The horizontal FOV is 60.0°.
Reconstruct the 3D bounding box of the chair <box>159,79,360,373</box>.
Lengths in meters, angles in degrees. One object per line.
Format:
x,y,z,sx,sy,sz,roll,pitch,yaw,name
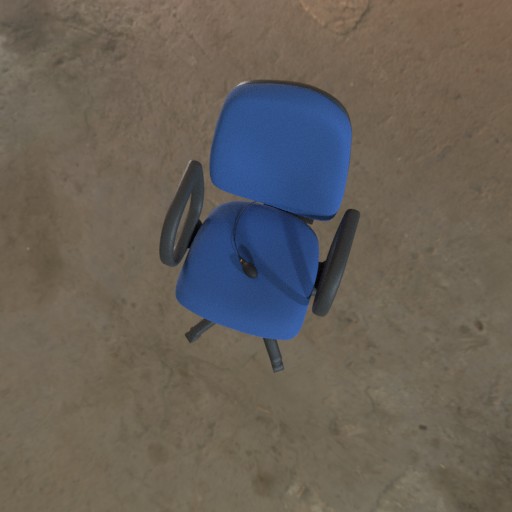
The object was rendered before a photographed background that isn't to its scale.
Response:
0.000,0.000,1.256,0.552,0.905,0.549,18,75,5,chair
